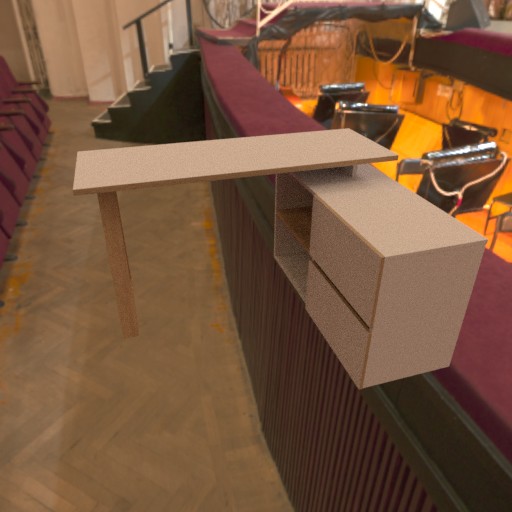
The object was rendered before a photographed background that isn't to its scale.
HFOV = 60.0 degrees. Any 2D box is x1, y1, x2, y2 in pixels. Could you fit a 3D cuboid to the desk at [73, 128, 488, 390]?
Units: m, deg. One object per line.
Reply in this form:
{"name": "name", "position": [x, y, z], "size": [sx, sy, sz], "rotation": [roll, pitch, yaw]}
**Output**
{"name": "desk", "position": [0.000, 0.000, 1.985], "size": [1.404, 0.755, 1.098], "rotation": [-9, 32, -15]}
